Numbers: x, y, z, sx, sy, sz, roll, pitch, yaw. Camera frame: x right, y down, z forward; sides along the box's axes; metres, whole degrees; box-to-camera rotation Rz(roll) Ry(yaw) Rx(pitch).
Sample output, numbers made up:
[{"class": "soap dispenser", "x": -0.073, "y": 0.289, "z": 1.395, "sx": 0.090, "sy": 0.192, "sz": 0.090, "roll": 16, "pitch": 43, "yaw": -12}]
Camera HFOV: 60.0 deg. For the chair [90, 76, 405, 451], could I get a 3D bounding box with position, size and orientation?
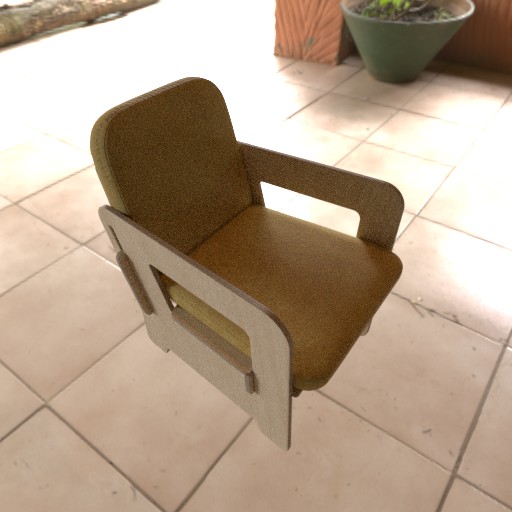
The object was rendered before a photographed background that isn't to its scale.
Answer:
[{"class": "chair", "x": 0.000, "y": 0.000, "z": 1.252, "sx": 0.710, "sy": 0.800, "sz": 0.590, "roll": 25, "pitch": 47, "yaw": 26}]
